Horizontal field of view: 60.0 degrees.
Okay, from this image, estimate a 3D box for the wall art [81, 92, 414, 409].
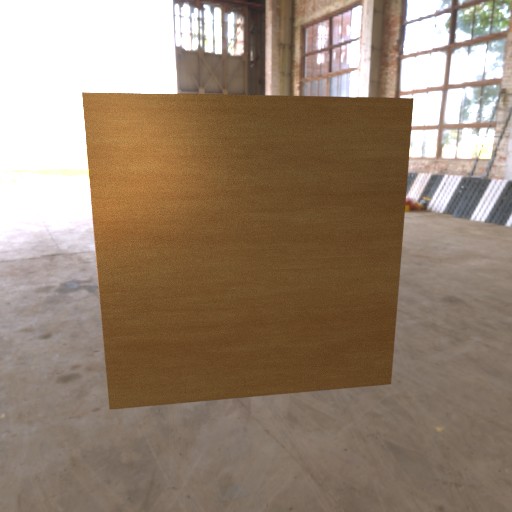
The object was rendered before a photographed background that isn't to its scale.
[{"bbox_3d":[0.000,0.000,0.443,0.302,0.302,0.019,-2,14,-9],"label":"wall art"}]
